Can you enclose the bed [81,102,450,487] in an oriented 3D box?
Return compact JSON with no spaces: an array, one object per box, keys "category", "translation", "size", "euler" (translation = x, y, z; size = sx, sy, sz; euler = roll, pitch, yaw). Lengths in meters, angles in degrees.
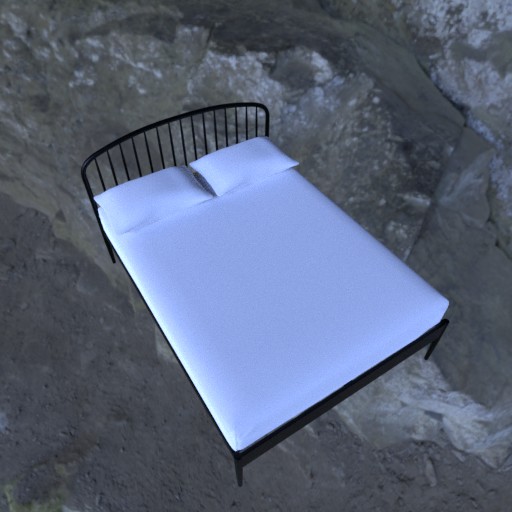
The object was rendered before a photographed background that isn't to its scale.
[{"category":"bed","translation":[0.000,0.000,3.109],"size":[1.618,1.166,2.159],"euler":[-25,52,-22]}]
